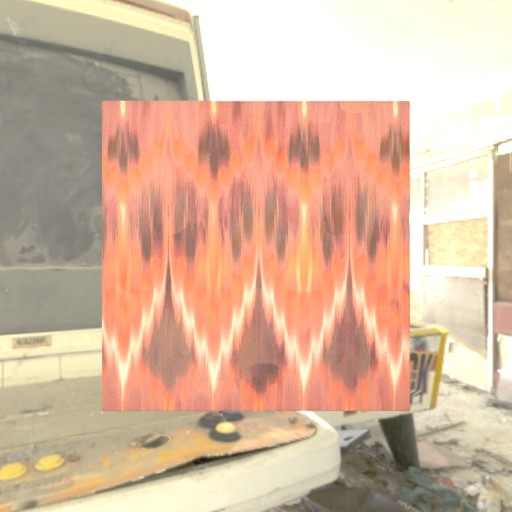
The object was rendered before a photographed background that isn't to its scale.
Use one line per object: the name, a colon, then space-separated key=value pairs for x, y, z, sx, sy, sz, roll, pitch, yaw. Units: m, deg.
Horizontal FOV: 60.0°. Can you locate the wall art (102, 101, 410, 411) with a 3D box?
wall art: x=0.000 y=0.000 z=0.885 sx=0.603 sy=0.609 sz=0.037 roll=0 pitch=0 yaw=0
